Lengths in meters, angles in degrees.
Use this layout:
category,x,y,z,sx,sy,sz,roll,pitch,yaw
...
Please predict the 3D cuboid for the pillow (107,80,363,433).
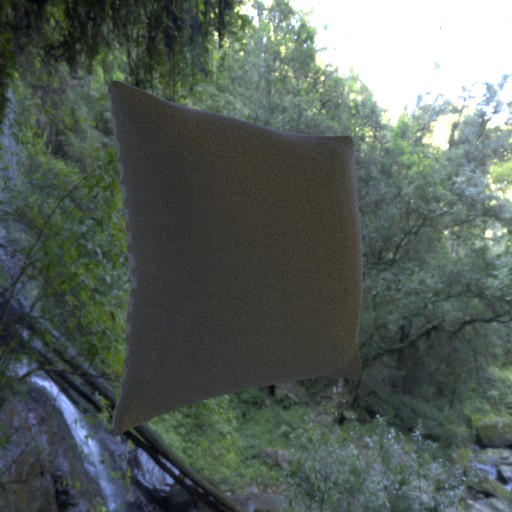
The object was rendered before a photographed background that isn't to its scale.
category,x,y,z,sx,sy,sz,roll,pitch,yaw
pillow,0.000,0.000,0.759,0.496,0.491,0.219,0,0,-36
